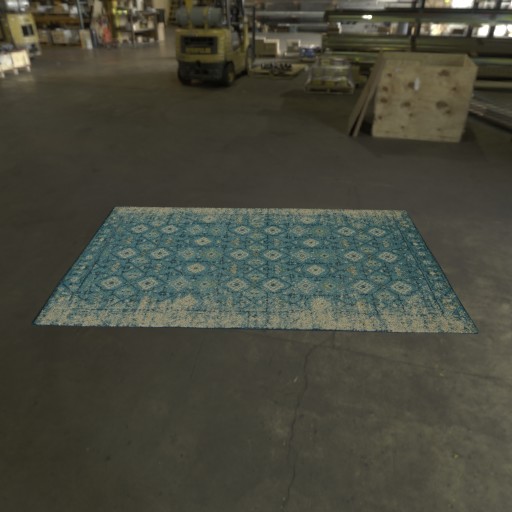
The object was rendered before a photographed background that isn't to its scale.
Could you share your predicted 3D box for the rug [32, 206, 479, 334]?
[{"bbox_3d":[0.000,0.000,3.054,2.449,0.015,1.530,1,31,1],"label":"rug"}]
